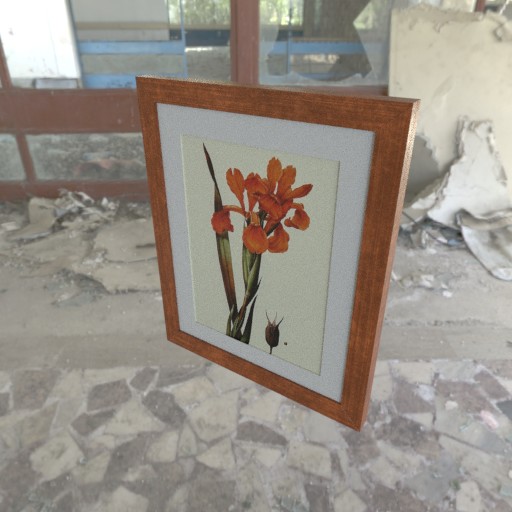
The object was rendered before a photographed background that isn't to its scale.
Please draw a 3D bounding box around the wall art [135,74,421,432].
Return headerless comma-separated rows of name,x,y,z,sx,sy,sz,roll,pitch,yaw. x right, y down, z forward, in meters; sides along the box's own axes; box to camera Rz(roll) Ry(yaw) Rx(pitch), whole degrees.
wall art,0.000,0.000,0.784,0.467,0.567,0.033,17,33,29
